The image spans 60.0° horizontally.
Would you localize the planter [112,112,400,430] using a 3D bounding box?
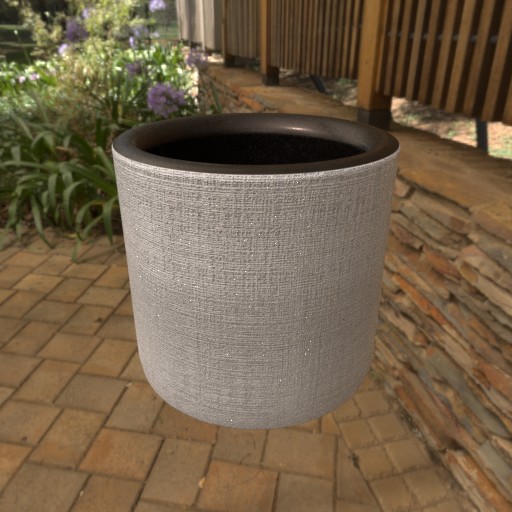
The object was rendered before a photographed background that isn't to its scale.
[{"bbox_3d":[0.000,0.000,0.285,0.160,0.156,0.160,0,26,0],"label":"planter"}]
